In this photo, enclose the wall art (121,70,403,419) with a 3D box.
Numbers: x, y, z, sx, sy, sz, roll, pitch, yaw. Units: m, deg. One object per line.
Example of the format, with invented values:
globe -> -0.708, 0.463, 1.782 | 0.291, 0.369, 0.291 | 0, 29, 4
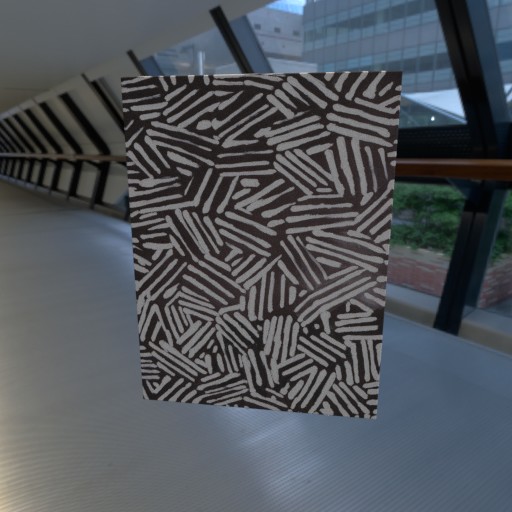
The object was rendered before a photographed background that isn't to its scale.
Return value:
wall art -> 0.000, 0.000, 1.331 | 0.765, 1.017, 0.038 | 2, 14, 8
